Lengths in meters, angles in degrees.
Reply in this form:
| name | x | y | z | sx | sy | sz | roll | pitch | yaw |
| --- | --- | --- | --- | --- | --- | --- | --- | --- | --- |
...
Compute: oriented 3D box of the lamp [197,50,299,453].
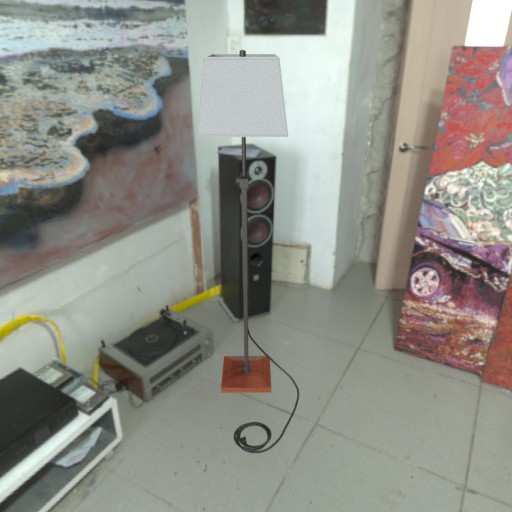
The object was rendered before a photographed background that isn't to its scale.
| name | x | y | z | sx | sy | sz | roll | pitch | yaw |
| --- | --- | --- | --- | --- | --- | --- | --- | --- | --- |
| lamp | 0.000 | 0.000 | 2.038 | 0.472 | 1.712 | 0.745 | 0 | 26 | 0 |
